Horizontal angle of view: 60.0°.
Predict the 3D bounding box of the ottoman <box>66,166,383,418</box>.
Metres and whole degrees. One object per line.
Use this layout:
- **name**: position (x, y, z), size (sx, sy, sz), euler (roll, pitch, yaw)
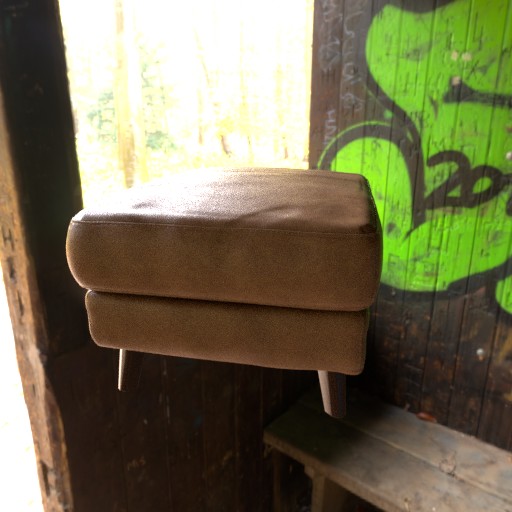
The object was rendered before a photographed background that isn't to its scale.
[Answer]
- **ottoman**: position (0.000, 0.000, 1.230), size (0.630, 0.461, 0.869), euler (3, 17, 11)
